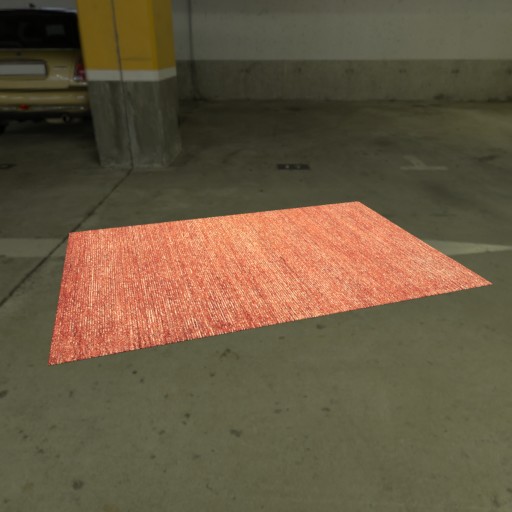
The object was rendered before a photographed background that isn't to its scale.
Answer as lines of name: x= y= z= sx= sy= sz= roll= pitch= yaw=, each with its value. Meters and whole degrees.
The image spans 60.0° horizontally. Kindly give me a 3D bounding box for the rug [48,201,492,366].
rug: x=0.000 y=0.000 z=2.130 sx=1.747 sy=0.011 sz=1.139 roll=-8 pitch=27 yaw=-16
